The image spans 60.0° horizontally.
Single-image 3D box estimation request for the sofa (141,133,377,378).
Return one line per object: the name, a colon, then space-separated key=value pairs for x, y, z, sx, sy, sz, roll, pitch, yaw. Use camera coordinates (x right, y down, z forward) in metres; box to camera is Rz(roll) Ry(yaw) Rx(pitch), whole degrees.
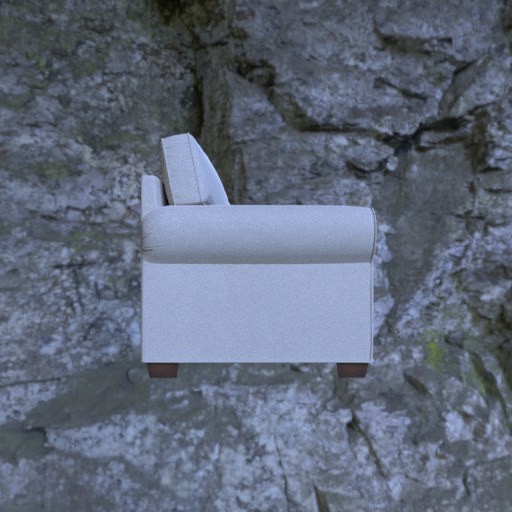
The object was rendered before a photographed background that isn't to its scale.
sofa: x=0.000 y=0.000 z=2.680 sx=0.901 sy=0.962 sz=2.146 roll=0 pitch=-1 yaw=0
